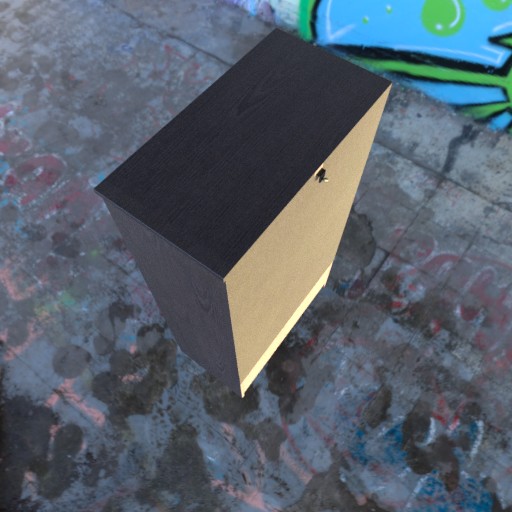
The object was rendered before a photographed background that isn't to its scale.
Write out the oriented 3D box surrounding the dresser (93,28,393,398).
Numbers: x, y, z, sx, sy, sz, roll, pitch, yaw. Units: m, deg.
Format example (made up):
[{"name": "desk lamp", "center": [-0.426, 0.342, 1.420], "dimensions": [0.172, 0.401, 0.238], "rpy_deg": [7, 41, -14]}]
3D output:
[{"name": "dresser", "center": [0.000, 0.000, 1.617], "dimensions": [0.418, 1.254, 0.704], "rpy_deg": [33, 67, 16]}]
